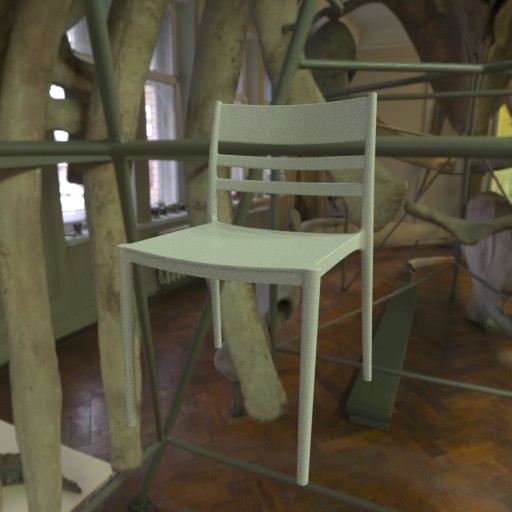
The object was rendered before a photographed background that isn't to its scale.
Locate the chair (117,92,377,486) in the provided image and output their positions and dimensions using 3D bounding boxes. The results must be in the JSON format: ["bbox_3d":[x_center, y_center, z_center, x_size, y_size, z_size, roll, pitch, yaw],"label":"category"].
[{"bbox_3d":[0.000,0.000,1.119,0.531,0.800,0.511,6,15,25],"label":"chair"}]
